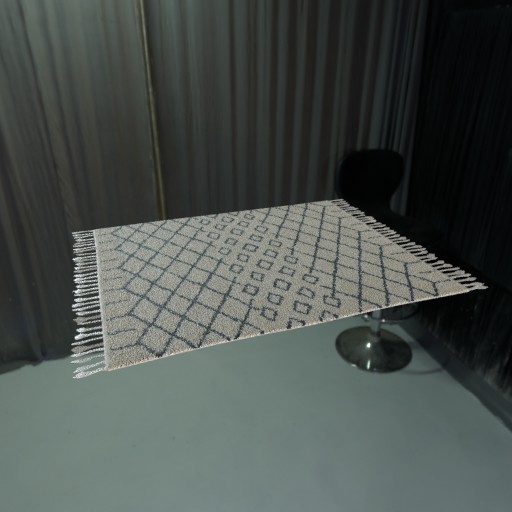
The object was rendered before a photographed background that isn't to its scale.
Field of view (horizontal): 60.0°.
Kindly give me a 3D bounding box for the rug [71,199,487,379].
[{"bbox_3d":[0.000,0.000,4.126,3.213,0.030,2.388,-9,27,-18],"label":"rug"}]
